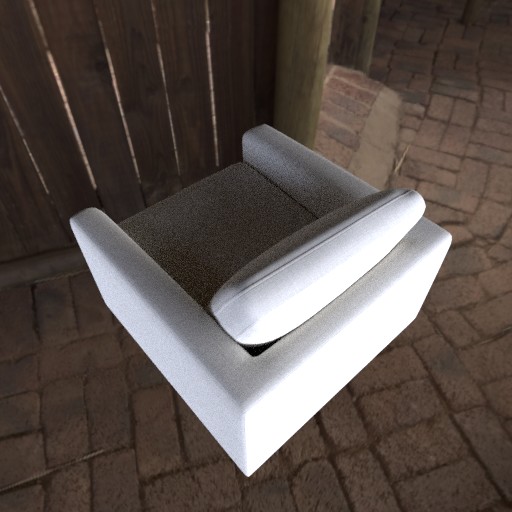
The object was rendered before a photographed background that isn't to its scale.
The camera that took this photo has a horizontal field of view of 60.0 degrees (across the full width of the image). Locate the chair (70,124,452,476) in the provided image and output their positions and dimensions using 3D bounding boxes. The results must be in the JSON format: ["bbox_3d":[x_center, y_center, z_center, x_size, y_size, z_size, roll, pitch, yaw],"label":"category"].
[{"bbox_3d":[0.000,0.000,1.861,1.070,0.876,1.100,-34,56,-26],"label":"chair"}]
